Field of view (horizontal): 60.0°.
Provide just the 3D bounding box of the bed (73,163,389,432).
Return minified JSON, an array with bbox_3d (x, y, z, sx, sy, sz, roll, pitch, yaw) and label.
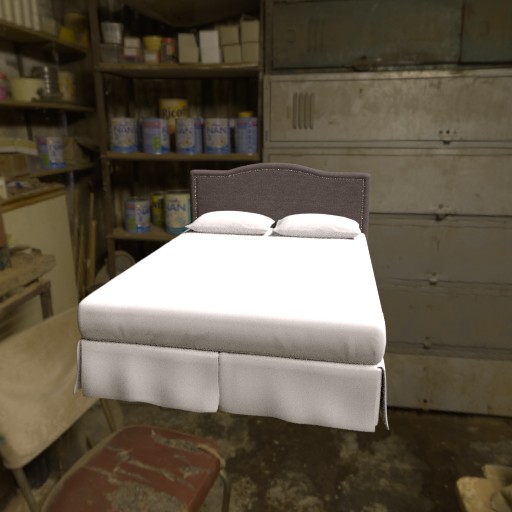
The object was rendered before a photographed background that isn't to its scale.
[{"bbox_3d":[0.000,0.000,3.972,2.161,1.457,2.689,3,16,10],"label":"bed"}]
